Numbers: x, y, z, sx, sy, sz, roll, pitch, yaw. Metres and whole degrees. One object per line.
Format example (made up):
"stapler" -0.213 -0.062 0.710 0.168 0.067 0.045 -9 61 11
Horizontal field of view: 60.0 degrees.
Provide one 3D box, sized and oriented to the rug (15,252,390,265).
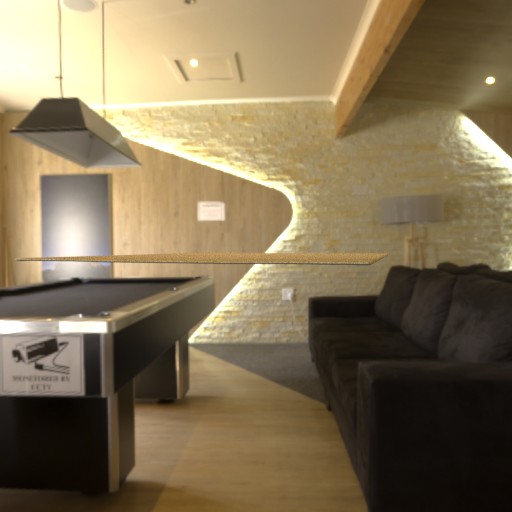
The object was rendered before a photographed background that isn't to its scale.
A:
"rug" 0.000 0.000 4.984 2.782 0.025 3.935 0 1 18
